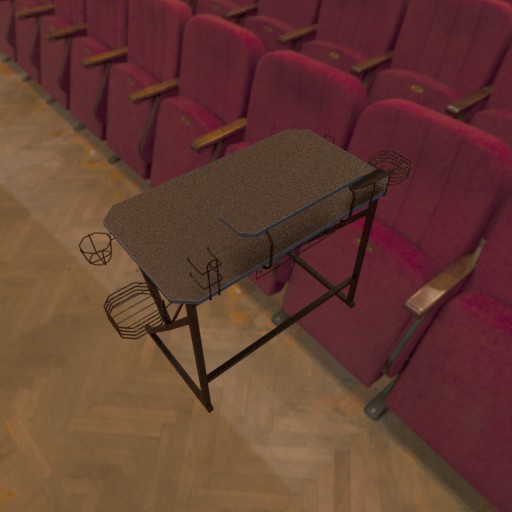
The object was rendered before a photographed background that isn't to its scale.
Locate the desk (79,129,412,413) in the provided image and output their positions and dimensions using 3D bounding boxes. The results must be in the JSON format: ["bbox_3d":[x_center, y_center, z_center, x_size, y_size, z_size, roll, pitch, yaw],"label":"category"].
[{"bbox_3d":[0.000,0.000,1.818,1.295,0.909,0.594,-30,53,-26],"label":"desk"}]
